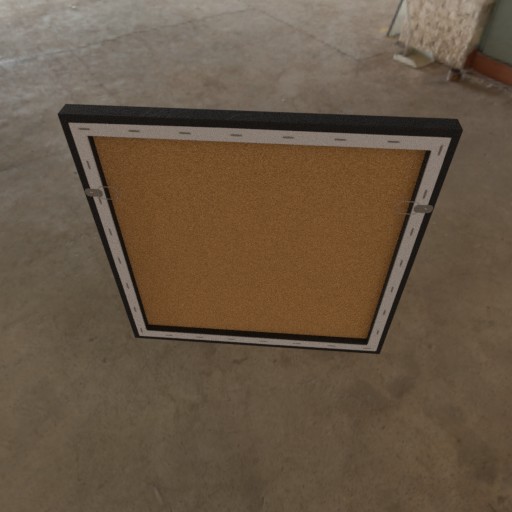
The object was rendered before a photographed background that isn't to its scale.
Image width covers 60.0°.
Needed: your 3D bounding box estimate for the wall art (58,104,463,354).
[{"bbox_3d":[0.000,0.000,1.111,0.758,0.758,0.044,3,46,3],"label":"wall art"}]
